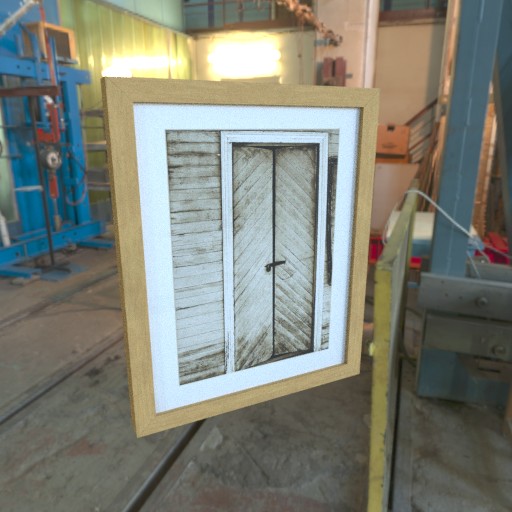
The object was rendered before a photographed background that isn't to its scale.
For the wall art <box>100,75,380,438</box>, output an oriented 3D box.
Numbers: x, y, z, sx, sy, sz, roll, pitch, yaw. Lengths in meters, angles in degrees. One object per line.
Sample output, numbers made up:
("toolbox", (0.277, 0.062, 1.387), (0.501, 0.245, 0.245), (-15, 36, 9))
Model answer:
("wall art", (0.000, 0.000, 0.524), (0.312, 0.380, 0.030), (-8, 18, -25))
